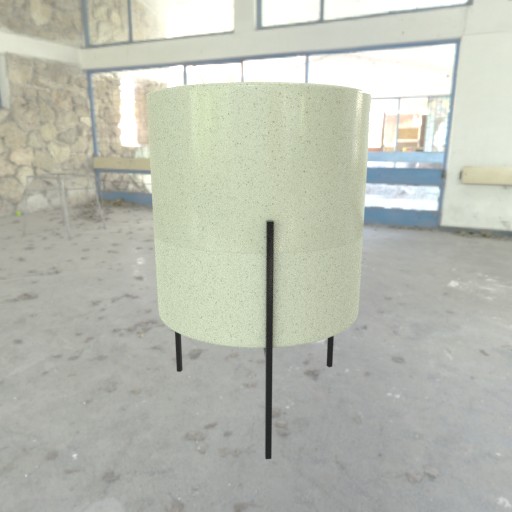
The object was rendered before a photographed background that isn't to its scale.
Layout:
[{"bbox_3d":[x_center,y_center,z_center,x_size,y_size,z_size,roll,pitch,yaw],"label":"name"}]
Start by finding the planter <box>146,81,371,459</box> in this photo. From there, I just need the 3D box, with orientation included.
[{"bbox_3d":[0.000,0.000,0.696,0.323,0.475,0.314,7,16,25],"label":"planter"}]
